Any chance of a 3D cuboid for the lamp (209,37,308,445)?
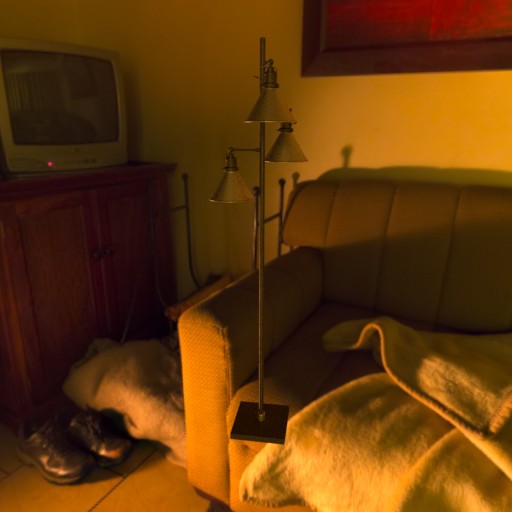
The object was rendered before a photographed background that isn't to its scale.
[{"bbox_3d":[0.000,0.000,1.910,0.415,1.716,0.428,2,17,8],"label":"lamp"}]
